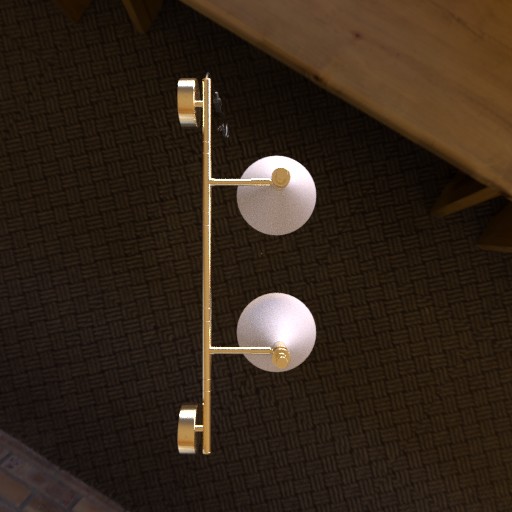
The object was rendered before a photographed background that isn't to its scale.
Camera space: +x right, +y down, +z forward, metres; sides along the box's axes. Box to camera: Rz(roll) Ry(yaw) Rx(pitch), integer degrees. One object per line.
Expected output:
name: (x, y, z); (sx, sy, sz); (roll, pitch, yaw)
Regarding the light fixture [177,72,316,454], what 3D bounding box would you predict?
light fixture: (0.000, 0.000, 0.872); (0.239, 0.468, 0.642); (0, 90, 1)
